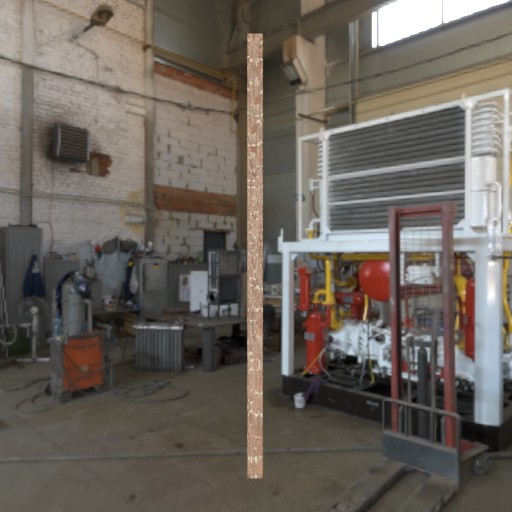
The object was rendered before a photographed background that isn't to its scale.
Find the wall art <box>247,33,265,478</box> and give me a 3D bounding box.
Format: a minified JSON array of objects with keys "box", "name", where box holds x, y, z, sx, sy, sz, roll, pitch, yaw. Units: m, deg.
[{"box":[0.000,0.000,0.569,0.022,0.380,0.380,0,0,-1],"name":"wall art"}]
